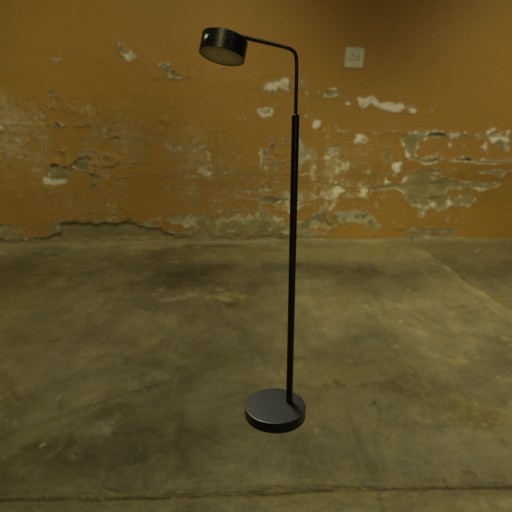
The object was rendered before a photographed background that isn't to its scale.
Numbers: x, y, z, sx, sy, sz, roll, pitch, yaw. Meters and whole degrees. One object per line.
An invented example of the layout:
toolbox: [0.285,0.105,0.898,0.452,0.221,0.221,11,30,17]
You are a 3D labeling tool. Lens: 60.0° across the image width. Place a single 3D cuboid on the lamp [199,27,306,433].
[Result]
lamp: [0.000,0.000,1.383,0.219,1.230,0.418,14,21,42]
